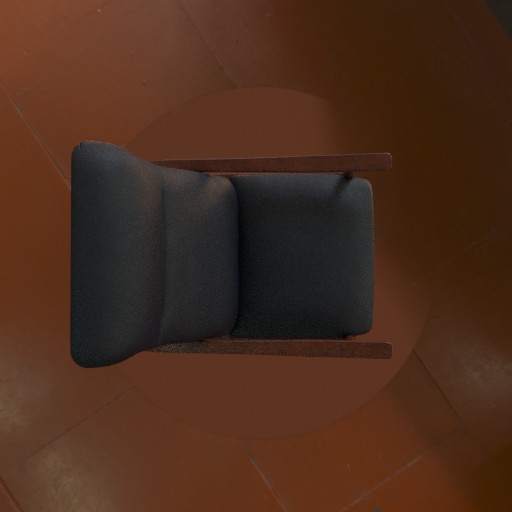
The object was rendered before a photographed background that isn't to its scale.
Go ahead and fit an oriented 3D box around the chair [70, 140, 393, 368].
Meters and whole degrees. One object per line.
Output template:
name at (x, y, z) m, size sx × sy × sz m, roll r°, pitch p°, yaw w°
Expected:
chair at (0.000, 0.000, 1.729) m, size 1.014 × 1.082 × 0.762 m, roll 0°, pitch 89°, yaw 0°
